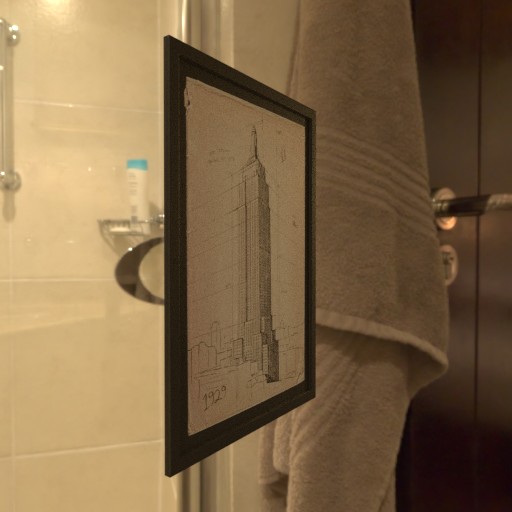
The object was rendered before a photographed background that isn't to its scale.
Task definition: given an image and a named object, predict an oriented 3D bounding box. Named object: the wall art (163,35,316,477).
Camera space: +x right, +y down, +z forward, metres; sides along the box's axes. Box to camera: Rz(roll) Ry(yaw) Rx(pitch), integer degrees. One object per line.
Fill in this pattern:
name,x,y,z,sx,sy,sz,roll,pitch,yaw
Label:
wall art,0.000,0.000,0.846,0.012,0.661,0.451,1,1,36
